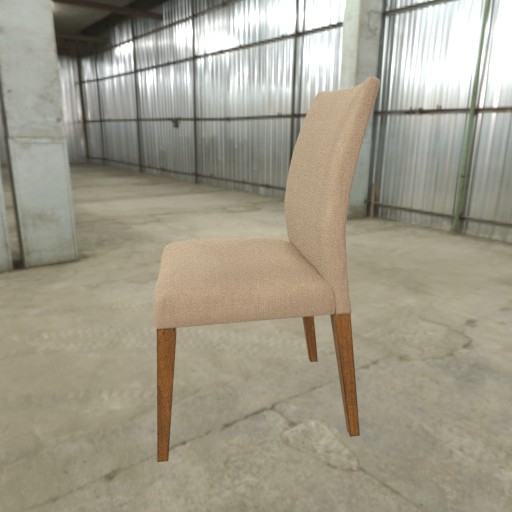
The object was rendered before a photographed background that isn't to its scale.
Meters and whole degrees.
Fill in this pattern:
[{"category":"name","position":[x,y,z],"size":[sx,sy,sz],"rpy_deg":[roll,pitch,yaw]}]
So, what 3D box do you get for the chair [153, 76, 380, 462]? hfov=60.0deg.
[{"category":"chair","position":[0.000,0.000,1.291],"size":[0.585,0.940,0.496],"rpy_deg":[-2,16,-8]}]
